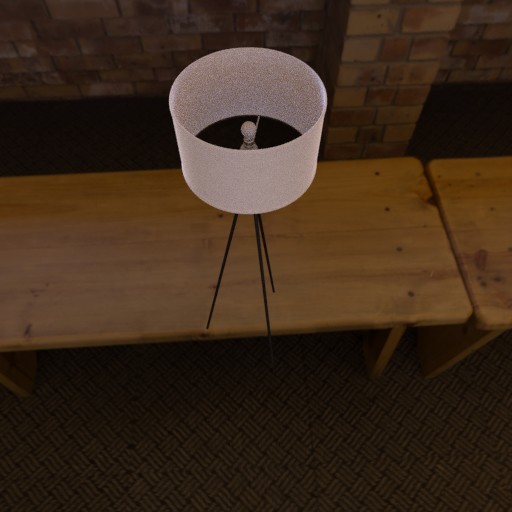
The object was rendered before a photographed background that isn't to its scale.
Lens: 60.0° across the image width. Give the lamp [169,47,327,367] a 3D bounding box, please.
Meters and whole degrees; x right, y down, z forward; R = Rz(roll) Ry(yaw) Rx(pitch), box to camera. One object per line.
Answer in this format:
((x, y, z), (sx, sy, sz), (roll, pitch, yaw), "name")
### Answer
((0.000, 0.000, 1.797), (0.448, 1.545, 0.458), (-31, 63, -18), "lamp")
